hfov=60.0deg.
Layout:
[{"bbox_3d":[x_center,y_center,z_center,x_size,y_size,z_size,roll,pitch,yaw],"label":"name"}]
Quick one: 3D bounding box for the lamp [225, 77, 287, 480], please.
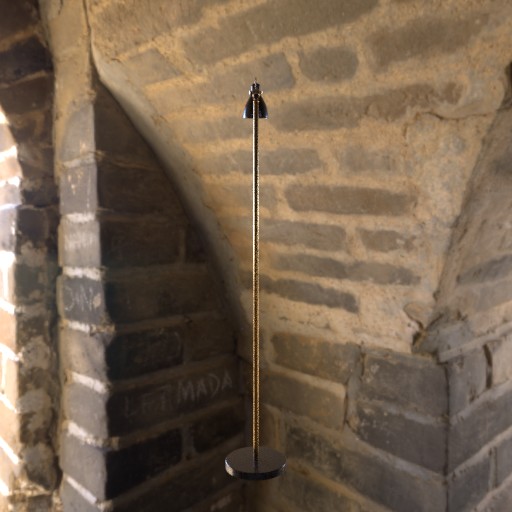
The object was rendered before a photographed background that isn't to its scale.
[{"bbox_3d":[0.000,0.000,1.811,0.235,1.628,0.618,0,-1,0],"label":"lamp"}]
